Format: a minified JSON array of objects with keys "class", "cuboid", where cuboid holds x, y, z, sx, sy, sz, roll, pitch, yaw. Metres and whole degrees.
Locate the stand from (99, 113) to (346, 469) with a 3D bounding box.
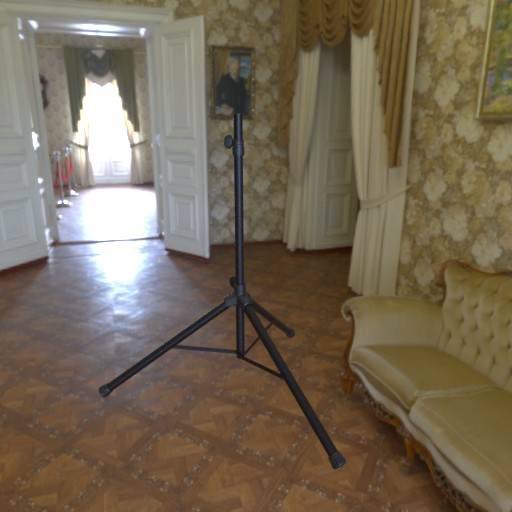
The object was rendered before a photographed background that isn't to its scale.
[{"class":"stand","cuboid":[0.000,0.000,1.868,1.045,1.136,0.907,8,18,25]}]
